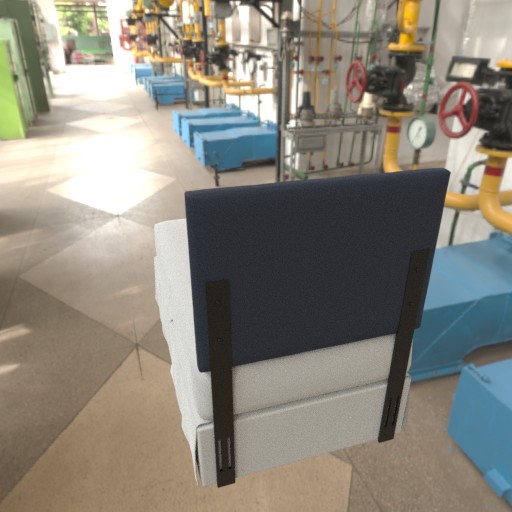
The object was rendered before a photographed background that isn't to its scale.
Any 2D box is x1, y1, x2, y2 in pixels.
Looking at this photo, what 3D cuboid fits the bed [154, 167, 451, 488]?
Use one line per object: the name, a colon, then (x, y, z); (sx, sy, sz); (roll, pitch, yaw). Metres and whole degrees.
bed: (0.000, 0.000, 2.908); (1.261, 1.571, 1.997); (-8, 27, -16)
